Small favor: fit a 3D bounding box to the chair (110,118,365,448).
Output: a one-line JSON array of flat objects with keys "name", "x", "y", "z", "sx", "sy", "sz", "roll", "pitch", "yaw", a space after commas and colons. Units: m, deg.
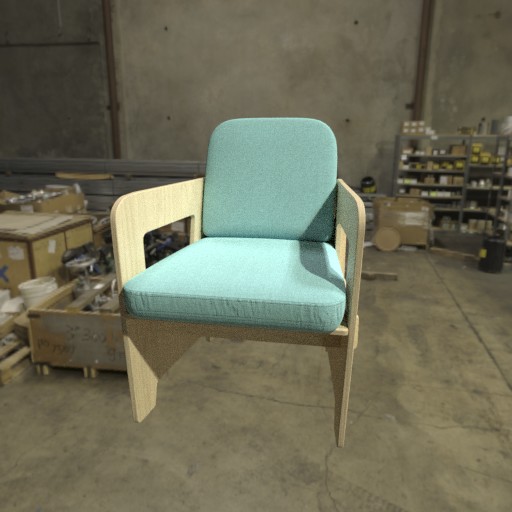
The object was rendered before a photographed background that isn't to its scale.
[{"name": "chair", "x": 0.000, "y": 0.000, "z": 1.302, "sx": 0.590, "sy": 0.800, "sz": 0.710, "roll": 3, "pitch": 15, "yaw": 10}]
